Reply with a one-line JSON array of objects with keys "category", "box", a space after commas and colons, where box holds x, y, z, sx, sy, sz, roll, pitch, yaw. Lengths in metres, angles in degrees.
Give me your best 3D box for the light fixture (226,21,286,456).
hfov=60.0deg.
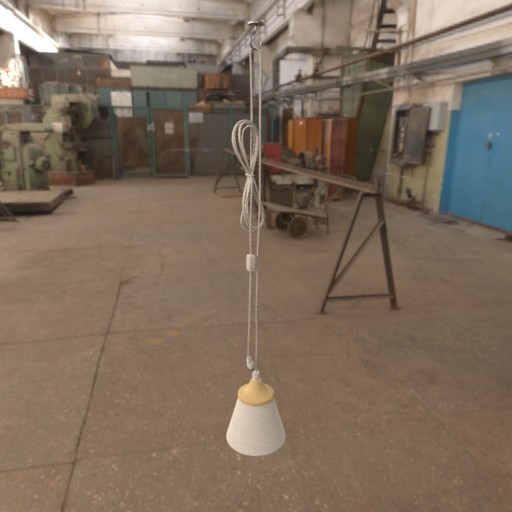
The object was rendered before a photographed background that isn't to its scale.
[{"category": "light fixture", "box": [0.000, 0.000, 1.016, 0.153, 0.966, 0.153, -3, 16, -9]}]
